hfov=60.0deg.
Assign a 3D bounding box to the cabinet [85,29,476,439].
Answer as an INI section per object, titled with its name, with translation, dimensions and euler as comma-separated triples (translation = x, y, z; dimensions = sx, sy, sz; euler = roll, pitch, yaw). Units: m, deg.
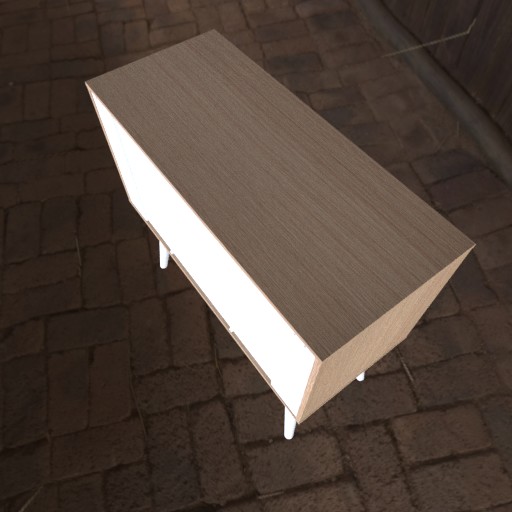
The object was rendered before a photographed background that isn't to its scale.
[cabinet]
translation = 0.000, 0.000, 1.579
dimensions = 0.470, 1.016, 1.057
euler = -32, 63, -19
